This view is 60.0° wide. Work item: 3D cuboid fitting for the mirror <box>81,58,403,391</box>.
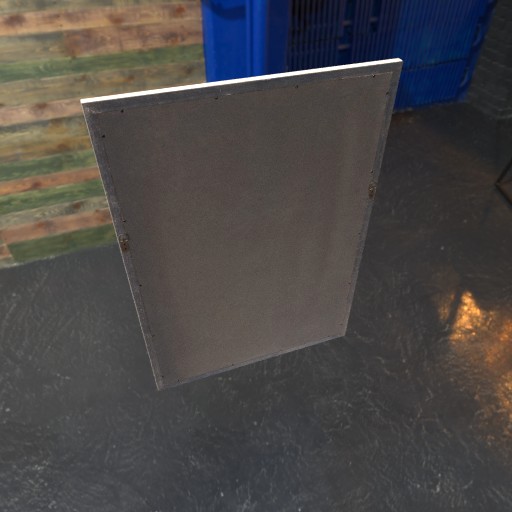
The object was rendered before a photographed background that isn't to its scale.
[{"bbox_3d":[0.000,0.000,1.259,0.705,0.996,0.025,-13,43,-14],"label":"mirror"}]
